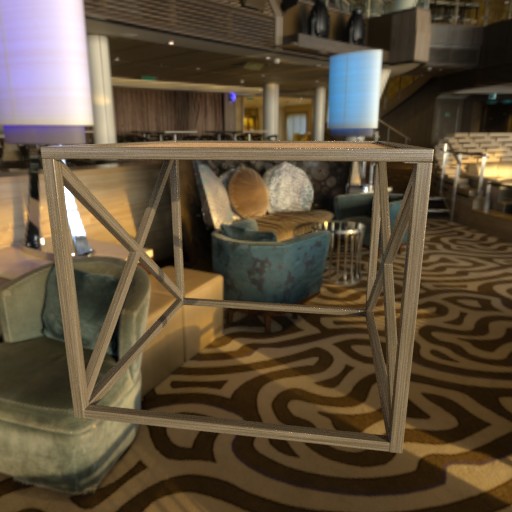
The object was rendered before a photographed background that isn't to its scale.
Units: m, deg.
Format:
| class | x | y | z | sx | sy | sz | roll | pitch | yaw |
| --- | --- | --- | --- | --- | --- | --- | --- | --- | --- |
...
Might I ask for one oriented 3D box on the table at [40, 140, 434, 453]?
| class | x | y | z | sx | sy | sz | roll | pitch | yaw |
| --- | --- | --- | --- | --- | --- | --- | --- | --- | --- |
| table | 0.000 | 0.000 | 1.029 | 0.609 | 0.507 | 0.611 | 3 | 16 | 9 |
